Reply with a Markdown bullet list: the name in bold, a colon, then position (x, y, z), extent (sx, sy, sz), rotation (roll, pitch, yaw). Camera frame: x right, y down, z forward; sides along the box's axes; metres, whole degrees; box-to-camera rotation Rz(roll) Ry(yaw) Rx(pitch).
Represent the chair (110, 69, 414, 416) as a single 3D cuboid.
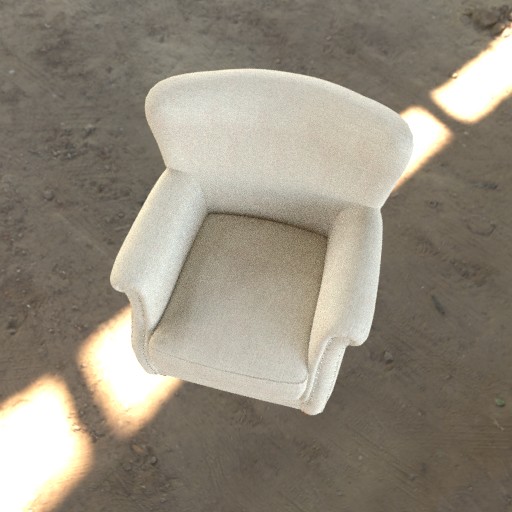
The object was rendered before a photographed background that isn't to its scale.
- **chair**: position (0.000, 0.000, 1.617), extent (0.861, 0.936, 0.921), rotation (12, 60, 7)
